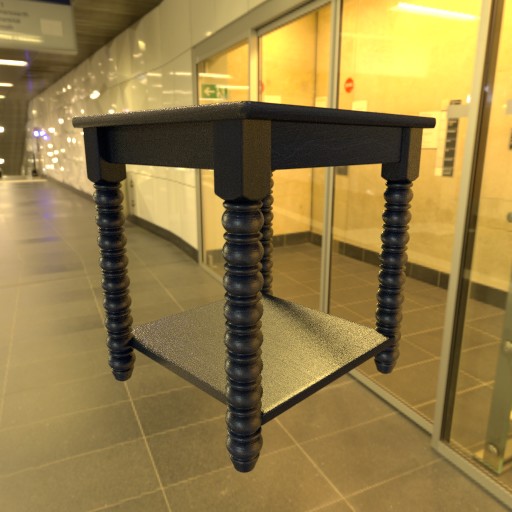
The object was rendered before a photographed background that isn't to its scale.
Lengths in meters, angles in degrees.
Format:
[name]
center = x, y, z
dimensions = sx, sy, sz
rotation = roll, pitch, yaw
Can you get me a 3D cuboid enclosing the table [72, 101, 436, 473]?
[table]
center = 0.000, 0.000, 0.949
dimensions = 0.533, 0.567, 0.500
rotation = -14, 20, -43
